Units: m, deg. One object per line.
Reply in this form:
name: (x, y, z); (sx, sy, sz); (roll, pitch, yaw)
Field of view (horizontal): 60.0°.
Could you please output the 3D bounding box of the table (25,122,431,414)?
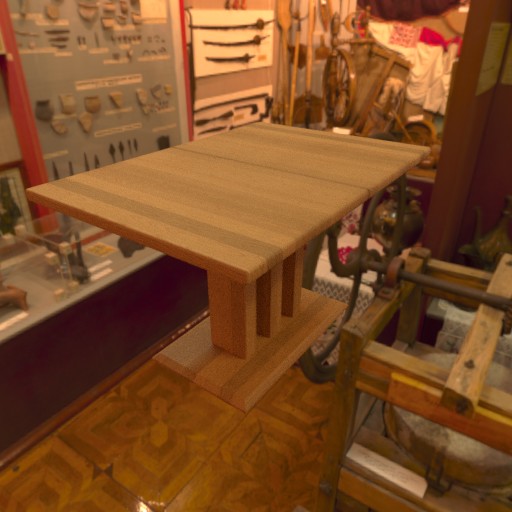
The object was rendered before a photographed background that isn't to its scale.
table: (0.000, 0.000, 1.834); (0.900, 0.770, 1.300); (19, 34, 31)
